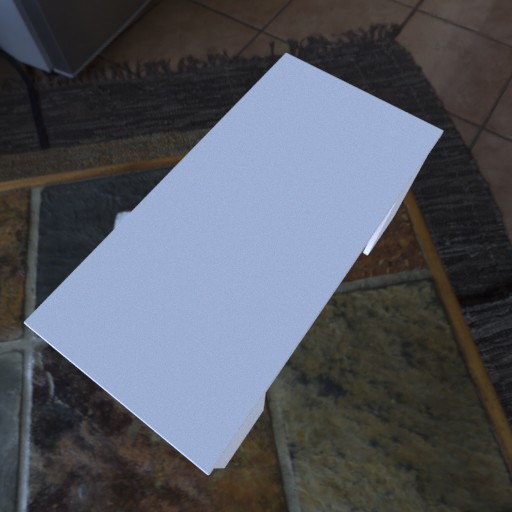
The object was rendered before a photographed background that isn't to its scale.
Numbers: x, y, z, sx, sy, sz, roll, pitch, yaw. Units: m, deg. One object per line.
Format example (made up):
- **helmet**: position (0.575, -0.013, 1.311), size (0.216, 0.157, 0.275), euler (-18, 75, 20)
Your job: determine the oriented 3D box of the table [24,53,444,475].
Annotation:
- **table**: position (0.000, 0.000, 1.252), size (0.500, 0.440, 1.000), euler (33, 69, 14)
